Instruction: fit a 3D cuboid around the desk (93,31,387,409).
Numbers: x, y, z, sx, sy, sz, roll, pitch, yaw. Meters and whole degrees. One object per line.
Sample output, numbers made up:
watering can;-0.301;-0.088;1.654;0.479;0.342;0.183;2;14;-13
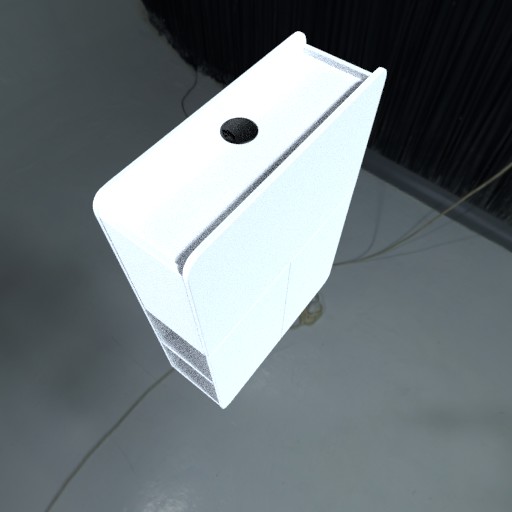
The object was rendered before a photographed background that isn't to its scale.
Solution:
desk;0.000;0.000;1.548;0.278;1.190;0.795;33;64;19
